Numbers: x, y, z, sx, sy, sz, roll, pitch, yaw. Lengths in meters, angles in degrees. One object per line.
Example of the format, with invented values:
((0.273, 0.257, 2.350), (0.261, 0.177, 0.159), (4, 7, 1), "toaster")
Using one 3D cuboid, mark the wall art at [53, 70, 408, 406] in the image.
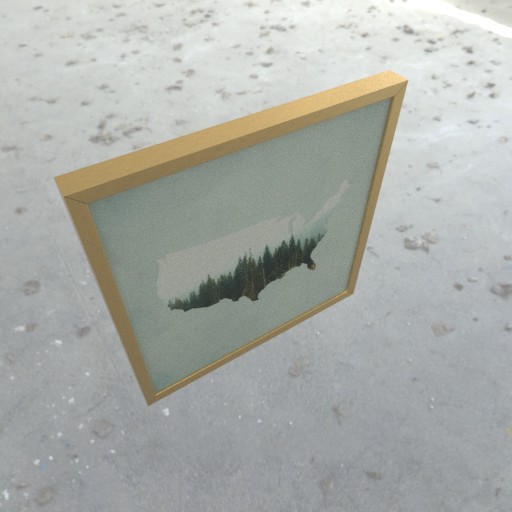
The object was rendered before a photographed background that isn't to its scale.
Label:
((0.000, 0.000, 0.761), (0.509, 0.509, 0.040), (-25, 52, -21), "wall art")
